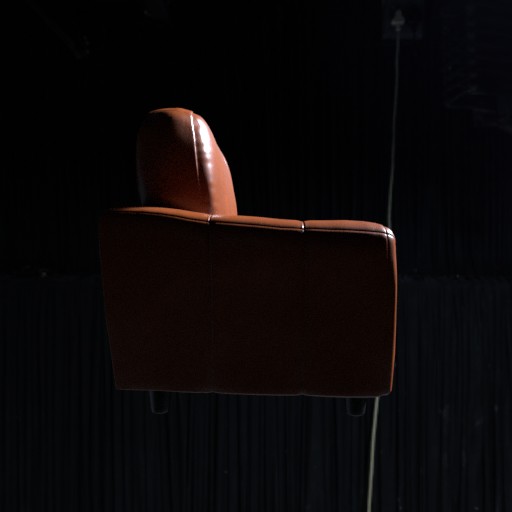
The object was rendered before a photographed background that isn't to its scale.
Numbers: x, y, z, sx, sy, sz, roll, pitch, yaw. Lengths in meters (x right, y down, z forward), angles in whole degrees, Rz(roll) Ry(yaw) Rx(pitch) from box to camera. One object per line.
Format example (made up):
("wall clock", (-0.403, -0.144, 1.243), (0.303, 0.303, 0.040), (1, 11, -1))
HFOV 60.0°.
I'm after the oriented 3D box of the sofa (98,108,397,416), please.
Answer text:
("sofa", (0.000, 0.000, 1.526), (0.789, 0.876, 0.836), (0, 0, 2))
